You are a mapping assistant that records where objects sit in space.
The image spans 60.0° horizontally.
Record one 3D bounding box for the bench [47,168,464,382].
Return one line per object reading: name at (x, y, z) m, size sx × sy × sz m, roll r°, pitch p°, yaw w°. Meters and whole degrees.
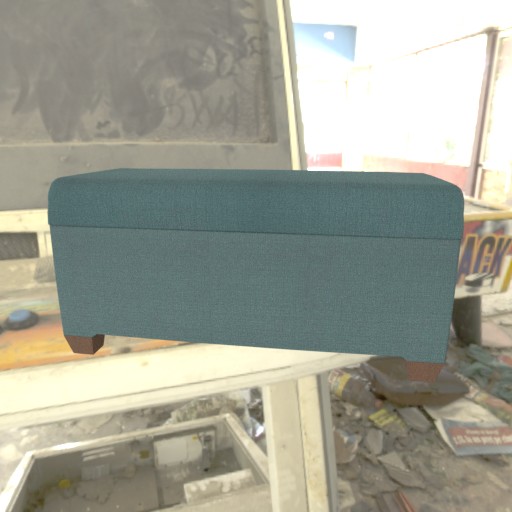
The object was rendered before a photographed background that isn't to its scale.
bench at (0.000, 0.000, 1.263) m, size 0.995 × 0.474 × 0.476 m, roll 2°, pitch 16°, yaw 9°
